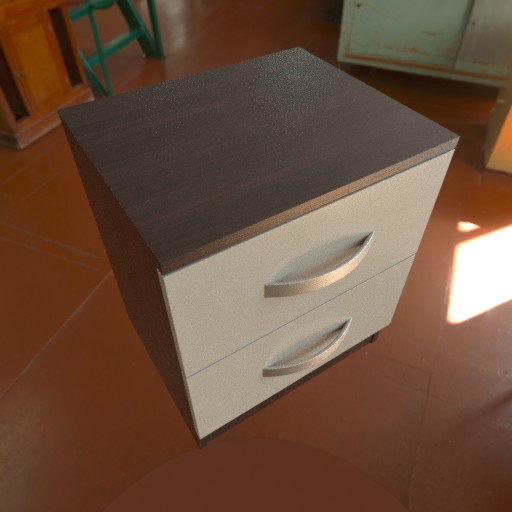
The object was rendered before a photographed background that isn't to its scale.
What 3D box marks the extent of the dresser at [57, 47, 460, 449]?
[{"bbox_3d":[0.000,0.000,0.730,0.400,0.470,0.360,-25,51,-22],"label":"dresser"}]
